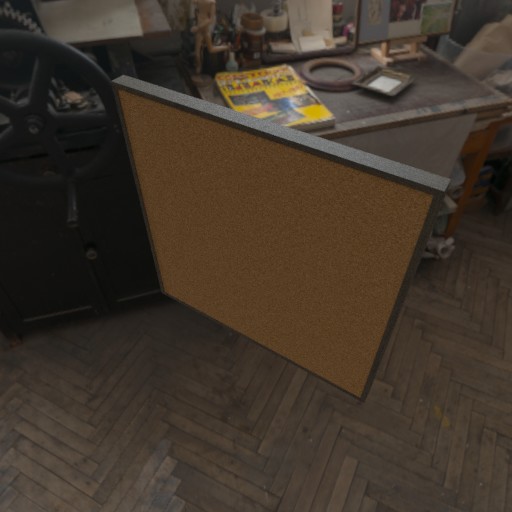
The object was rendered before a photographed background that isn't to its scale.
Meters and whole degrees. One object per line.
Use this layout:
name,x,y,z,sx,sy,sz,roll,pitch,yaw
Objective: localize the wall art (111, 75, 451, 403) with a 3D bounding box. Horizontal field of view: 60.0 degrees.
wall art,0.000,0.000,1.151,0.758,0.758,0.039,25,51,22
